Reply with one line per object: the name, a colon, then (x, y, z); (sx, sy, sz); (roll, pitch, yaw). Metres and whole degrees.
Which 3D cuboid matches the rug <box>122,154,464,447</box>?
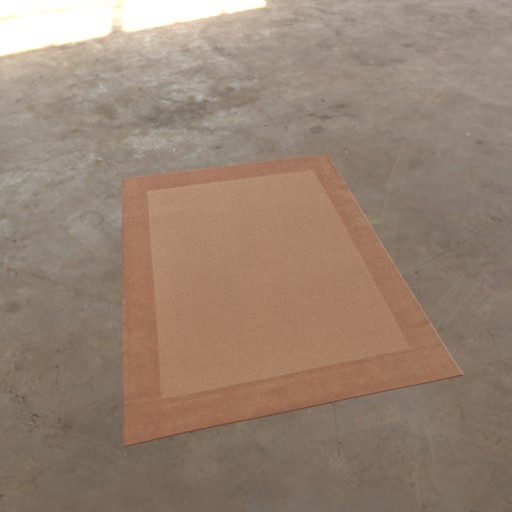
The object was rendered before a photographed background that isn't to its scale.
rug: (0.000, 0.000, 4.103); (2.431, 0.021, 3.057); (-9, 45, -9)
